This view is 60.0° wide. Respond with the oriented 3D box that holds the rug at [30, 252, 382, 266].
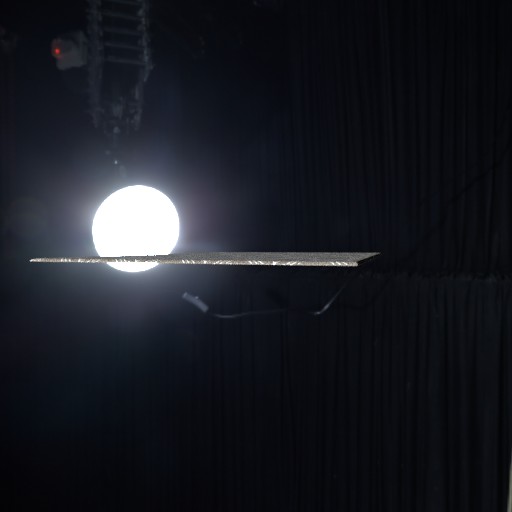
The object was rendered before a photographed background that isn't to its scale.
[{"bbox_3d":[0.000,0.000,2.379,1.239,0.012,1.836,0,1,18],"label":"rug"}]
